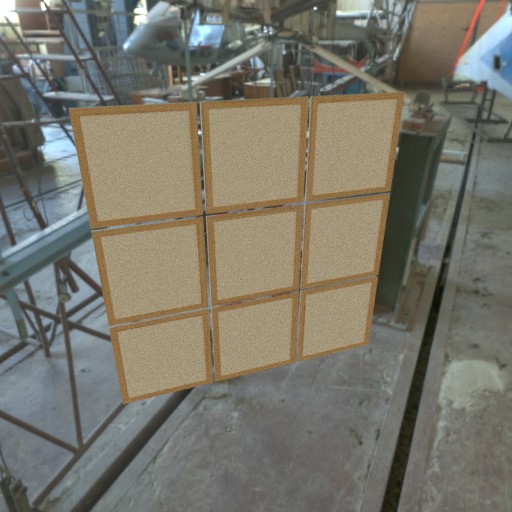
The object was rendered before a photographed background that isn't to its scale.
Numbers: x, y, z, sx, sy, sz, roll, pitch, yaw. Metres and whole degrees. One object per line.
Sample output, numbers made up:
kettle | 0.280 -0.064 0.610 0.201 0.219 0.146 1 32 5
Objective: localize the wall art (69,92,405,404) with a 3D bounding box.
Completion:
wall art | 0.000 0.000 2.264 1.517 1.523 0.013 -9 28 -17
